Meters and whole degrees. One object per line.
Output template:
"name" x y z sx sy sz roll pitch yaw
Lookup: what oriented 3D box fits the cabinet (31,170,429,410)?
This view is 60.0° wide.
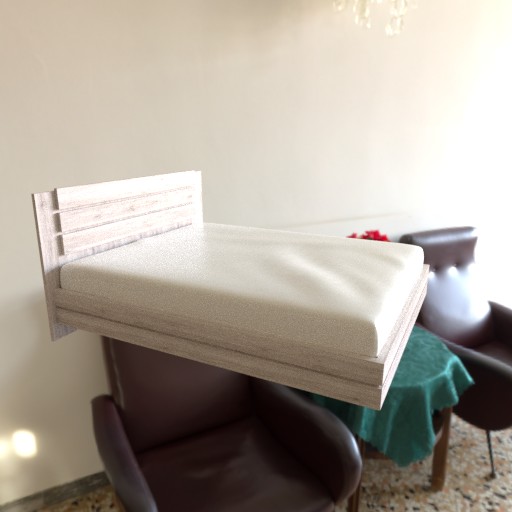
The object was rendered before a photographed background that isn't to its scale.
"cabinet" 0.000 0.000 3.033 2.080 0.970 1.750 8 18 26
